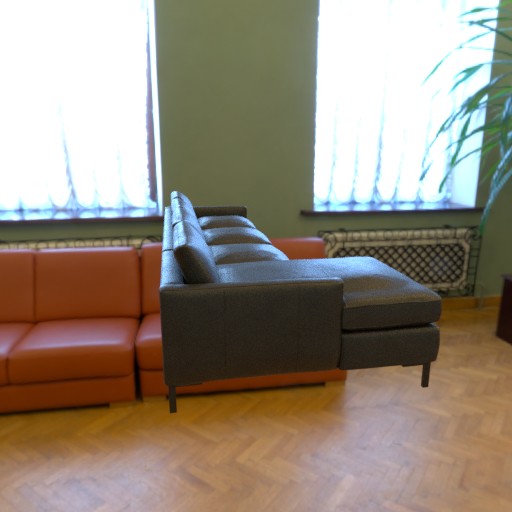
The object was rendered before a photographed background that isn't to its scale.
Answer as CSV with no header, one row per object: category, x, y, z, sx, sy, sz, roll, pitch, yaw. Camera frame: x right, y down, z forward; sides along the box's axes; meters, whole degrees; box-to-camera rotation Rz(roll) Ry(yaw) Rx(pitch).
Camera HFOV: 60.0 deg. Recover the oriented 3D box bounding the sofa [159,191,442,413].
sofa,0.000,0.000,3.614,1.471,0.859,2.993,-3,14,-10
